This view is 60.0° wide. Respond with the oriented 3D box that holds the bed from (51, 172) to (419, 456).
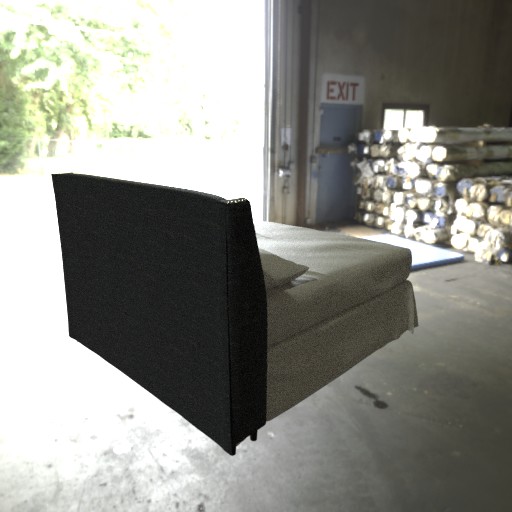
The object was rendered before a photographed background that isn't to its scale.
[{"bbox_3d":[0.000,0.000,3.450,1.925,1.332,2.276,15,22,43],"label":"bed"}]
